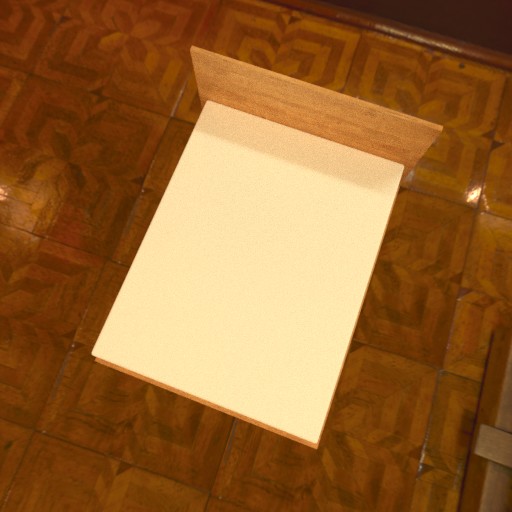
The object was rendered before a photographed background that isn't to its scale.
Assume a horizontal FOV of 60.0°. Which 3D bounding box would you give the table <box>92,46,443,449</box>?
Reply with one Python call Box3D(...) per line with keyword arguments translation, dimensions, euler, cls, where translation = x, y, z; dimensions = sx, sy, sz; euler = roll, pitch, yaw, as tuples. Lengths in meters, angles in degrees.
Box3D(translation=(0.000, 0.000, 3.103), dimensions=(1.707, 1.041, 2.149), euler=(20, 76, 5), cls="table")
